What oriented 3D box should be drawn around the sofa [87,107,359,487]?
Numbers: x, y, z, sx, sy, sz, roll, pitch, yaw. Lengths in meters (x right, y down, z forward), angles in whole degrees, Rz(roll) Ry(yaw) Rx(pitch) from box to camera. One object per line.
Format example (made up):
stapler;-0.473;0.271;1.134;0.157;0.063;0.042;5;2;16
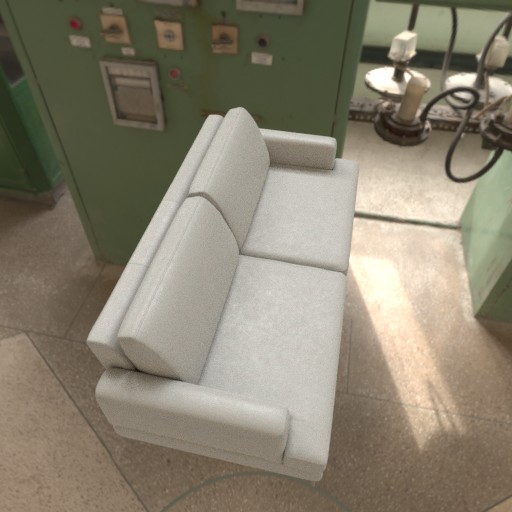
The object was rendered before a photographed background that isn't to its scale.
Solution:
sofa;0.000;0.000;2.335;0.974;0.765;1.940;9;49;8
